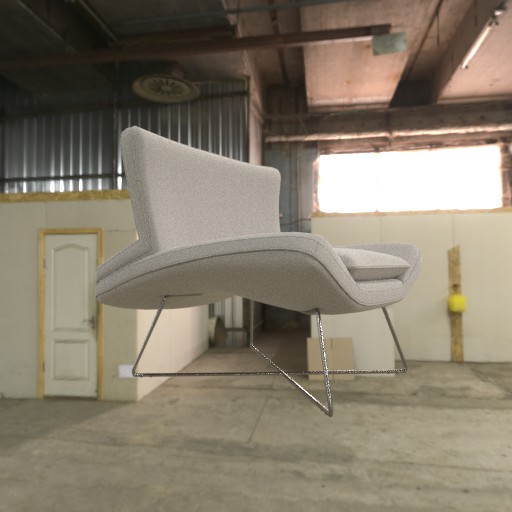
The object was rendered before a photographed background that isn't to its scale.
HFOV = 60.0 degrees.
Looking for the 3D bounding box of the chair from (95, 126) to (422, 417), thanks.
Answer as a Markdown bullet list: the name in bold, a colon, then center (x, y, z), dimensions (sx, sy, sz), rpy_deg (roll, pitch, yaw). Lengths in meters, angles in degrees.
- **chair**: center (0.000, 0.000, 1.661), dimensions (1.008, 0.855, 0.859), rpy_deg (-1, -1, 37)
